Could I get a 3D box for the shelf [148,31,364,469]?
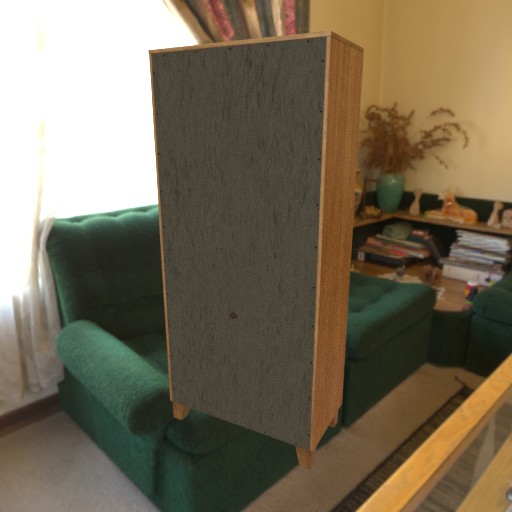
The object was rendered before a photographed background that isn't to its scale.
[{"bbox_3d":[0.000,0.000,2.259,0.864,1.930,0.453,9,18,27],"label":"shelf"}]
